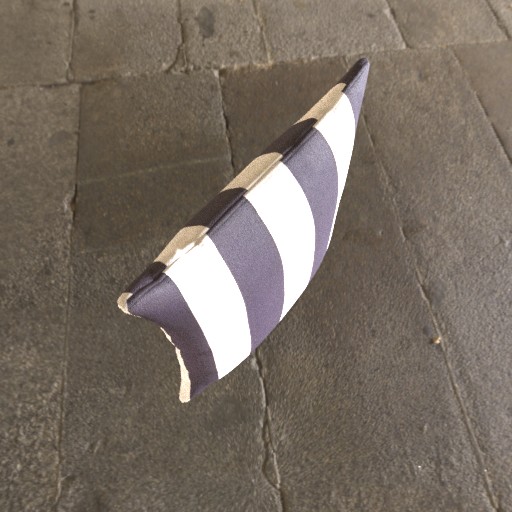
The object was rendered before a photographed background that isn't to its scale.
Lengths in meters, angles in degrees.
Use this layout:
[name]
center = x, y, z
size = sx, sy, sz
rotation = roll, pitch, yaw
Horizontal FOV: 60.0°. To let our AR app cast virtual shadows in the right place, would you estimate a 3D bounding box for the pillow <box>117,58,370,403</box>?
[pillow]
center = 0.000, 0.000, 0.814
size = 0.189, 0.526, 0.536
rotation = 34, 67, 16
